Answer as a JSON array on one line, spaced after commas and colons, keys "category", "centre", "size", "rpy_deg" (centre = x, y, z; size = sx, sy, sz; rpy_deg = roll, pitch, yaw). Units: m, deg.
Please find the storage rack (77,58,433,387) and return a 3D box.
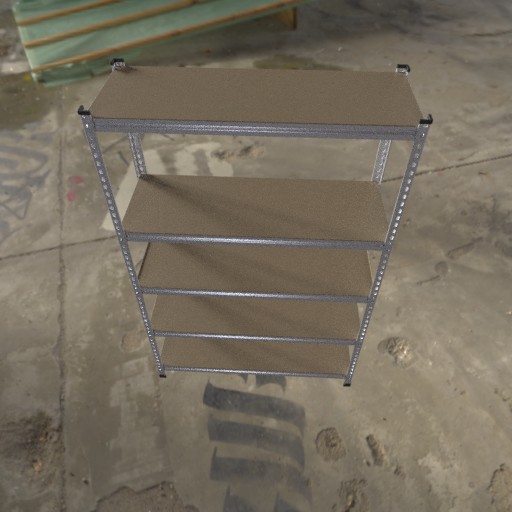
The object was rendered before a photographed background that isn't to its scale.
[{"category": "storage rack", "centre": [0.000, 0.000, 2.318], "size": [1.219, 1.829, 0.457], "rpy_deg": [2, 46, 2]}]
